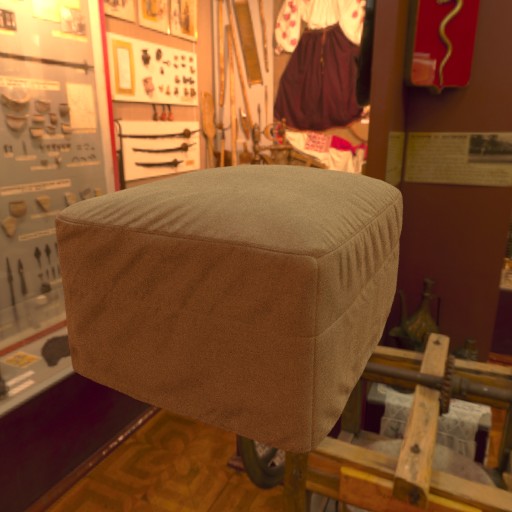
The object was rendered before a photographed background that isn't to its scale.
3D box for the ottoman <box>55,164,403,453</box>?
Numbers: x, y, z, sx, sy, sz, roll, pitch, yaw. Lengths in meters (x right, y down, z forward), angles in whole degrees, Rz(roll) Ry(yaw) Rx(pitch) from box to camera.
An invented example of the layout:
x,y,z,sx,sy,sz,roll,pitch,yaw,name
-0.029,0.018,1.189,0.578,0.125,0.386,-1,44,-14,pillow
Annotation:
x,y,z,sx,sy,sz,roll,pitch,yaw,name
0.000,0.000,1.235,0.683,0.481,0.837,8,18,26,ottoman
